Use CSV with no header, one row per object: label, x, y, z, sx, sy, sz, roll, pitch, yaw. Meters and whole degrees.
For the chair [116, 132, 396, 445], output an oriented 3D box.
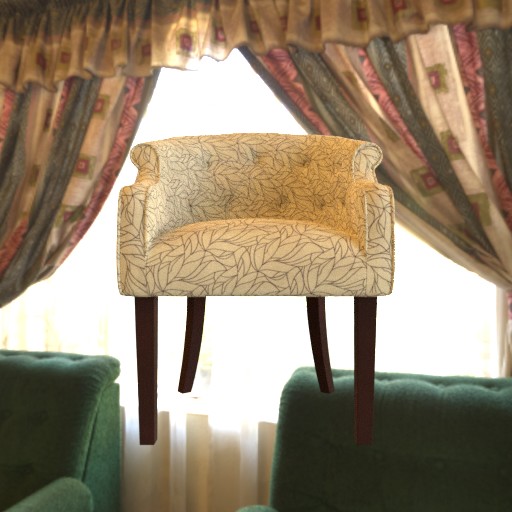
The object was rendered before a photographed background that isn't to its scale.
chair,0.000,0.000,1.263,0.686,0.858,0.613,0,-1,0
